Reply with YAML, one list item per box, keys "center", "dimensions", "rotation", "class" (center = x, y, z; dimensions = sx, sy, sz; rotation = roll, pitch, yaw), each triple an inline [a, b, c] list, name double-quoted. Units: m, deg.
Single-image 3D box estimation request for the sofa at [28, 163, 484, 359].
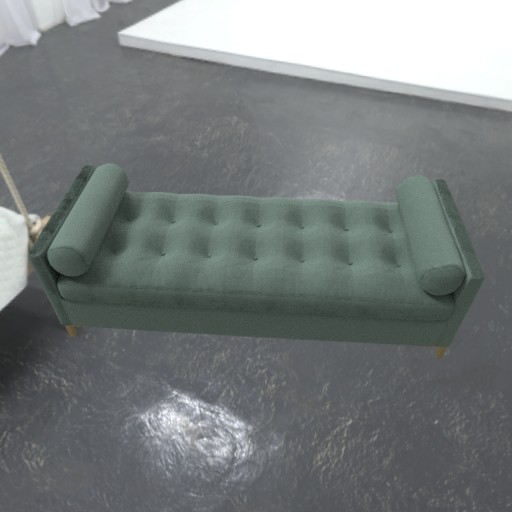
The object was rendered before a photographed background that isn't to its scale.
- center: [0.000, 0.000, 2.468]
  dimensions: [2.102, 0.705, 0.796]
  rotation: [3, 44, 3]
  class: "sofa"
